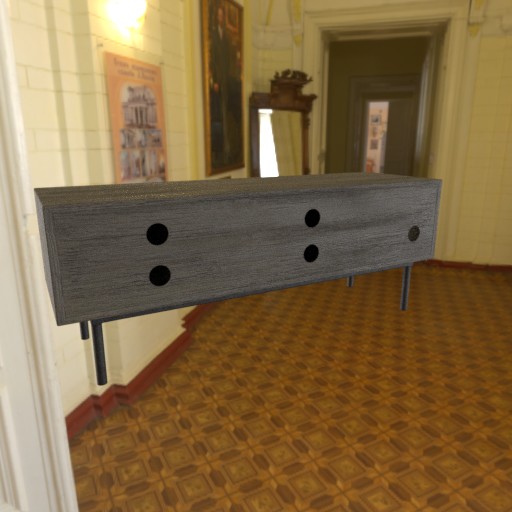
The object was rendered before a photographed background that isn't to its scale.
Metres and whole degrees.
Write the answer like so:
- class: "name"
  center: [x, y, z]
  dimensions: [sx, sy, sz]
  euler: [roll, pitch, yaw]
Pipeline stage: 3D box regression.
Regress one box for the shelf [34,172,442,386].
- class: "shelf"
  center: [0.000, 0.000, 1.520]
  dimensions: [1.300, 0.495, 0.400]
  euler: [-8, 17, -27]
